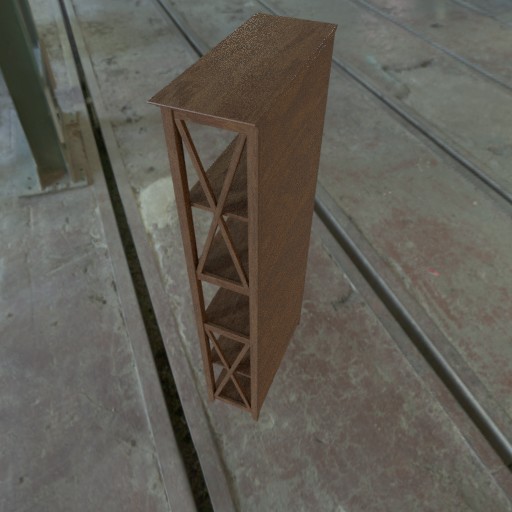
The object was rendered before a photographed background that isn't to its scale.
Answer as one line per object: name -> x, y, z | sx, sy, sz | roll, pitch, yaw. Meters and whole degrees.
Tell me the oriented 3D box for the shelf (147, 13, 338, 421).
shelf -> 0.000, 0.000, 2.157 | 0.335, 1.905, 0.805 | 17, 48, 16
